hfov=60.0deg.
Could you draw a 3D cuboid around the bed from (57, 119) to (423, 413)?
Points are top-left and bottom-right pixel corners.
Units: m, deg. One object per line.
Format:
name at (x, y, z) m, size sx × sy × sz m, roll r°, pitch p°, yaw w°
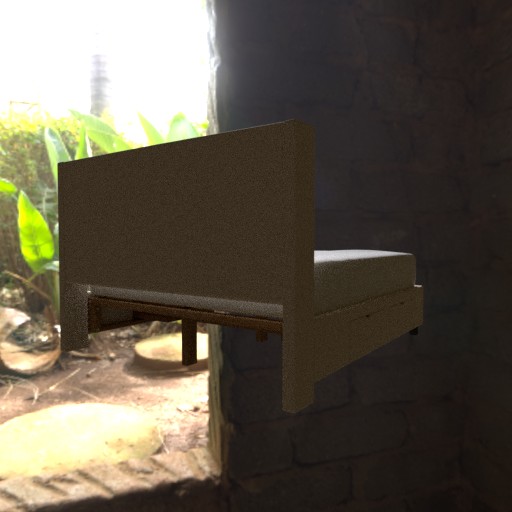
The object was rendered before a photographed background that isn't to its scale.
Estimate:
bed at (0.000, 0.000, 3.734) m, size 2.145 × 1.471 × 2.293 m, roll 2°, pitch 3°, yaw 36°
